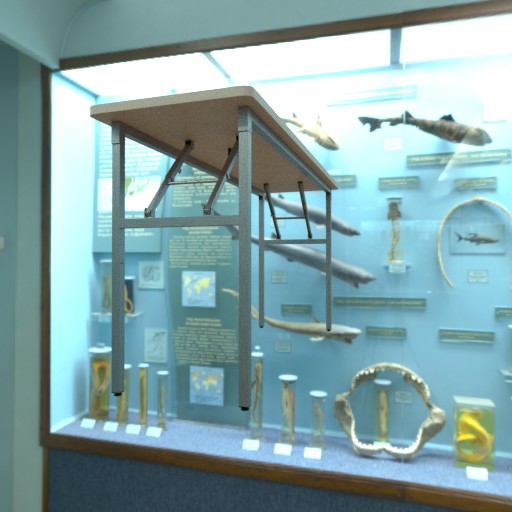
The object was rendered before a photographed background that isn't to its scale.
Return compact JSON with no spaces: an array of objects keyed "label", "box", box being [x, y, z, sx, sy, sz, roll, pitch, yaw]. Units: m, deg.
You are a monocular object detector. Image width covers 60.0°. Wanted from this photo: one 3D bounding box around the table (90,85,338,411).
[{"label":"table","box":[0.000,0.000,1.712,0.446,0.750,1.397,0,-1,18]}]
